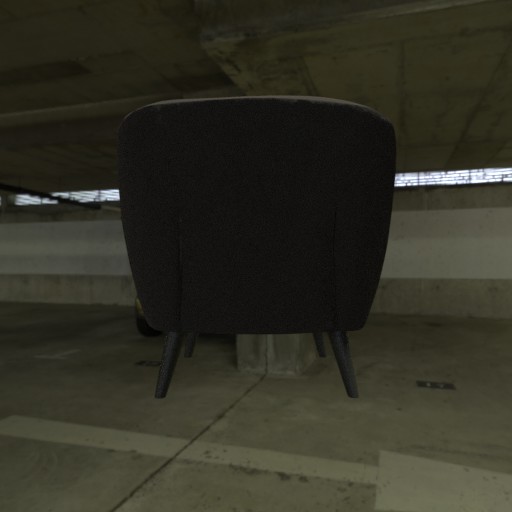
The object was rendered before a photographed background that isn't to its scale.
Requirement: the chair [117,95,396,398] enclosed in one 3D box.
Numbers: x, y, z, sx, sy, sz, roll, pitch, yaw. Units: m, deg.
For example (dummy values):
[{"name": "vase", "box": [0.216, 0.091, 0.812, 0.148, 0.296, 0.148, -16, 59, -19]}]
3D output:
[{"name": "chair", "box": [0.000, 0.000, 1.493, 0.840, 0.807, 0.819, 0, -1, 0]}]
